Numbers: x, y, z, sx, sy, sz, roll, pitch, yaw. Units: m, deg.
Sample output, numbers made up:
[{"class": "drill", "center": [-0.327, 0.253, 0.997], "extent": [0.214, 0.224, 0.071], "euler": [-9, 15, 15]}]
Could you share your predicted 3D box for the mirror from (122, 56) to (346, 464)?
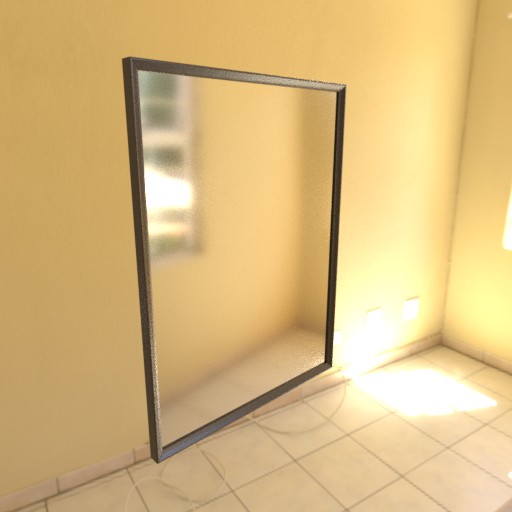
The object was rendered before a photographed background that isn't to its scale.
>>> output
[{"class": "mirror", "center": [0.000, 0.000, 1.328], "extent": [0.762, 1.016, 0.041], "euler": [-14, 20, -41]}]
